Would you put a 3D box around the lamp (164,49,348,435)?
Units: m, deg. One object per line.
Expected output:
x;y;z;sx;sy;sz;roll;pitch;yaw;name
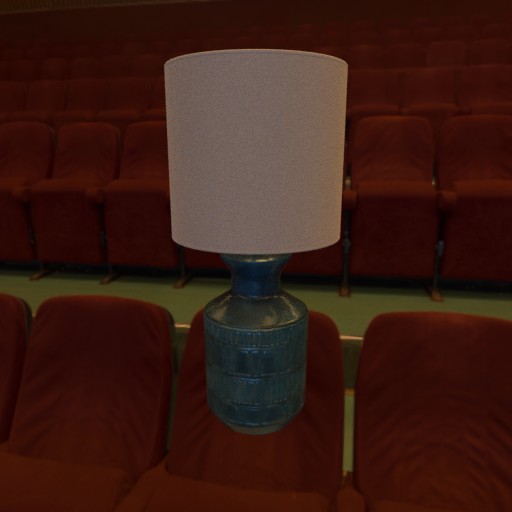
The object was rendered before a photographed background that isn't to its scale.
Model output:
0.000;0.000;0.575;0.211;0.455;0.211;2;14;9;lamp
